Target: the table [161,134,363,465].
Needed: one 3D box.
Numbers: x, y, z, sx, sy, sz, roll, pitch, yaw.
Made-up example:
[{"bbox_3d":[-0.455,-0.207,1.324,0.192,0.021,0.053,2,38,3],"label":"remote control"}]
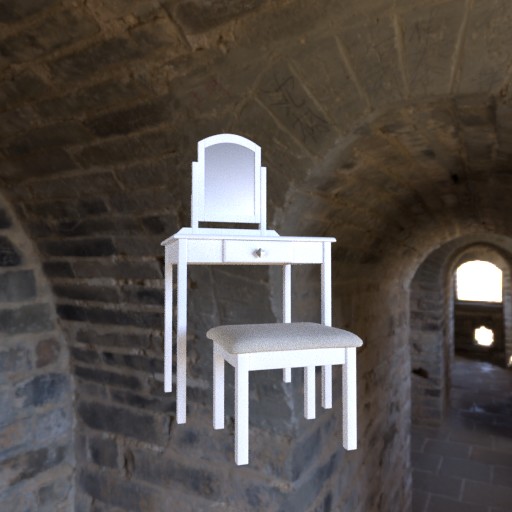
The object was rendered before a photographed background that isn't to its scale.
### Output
[{"bbox_3d":[0.000,0.000,2.335,0.876,1.631,1.211,1,-2,-18],"label":"table"}]
